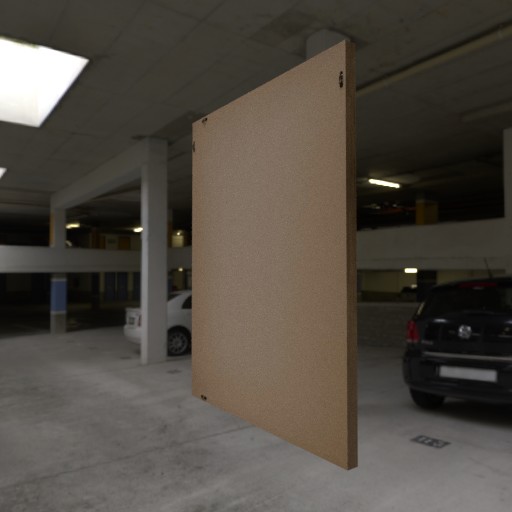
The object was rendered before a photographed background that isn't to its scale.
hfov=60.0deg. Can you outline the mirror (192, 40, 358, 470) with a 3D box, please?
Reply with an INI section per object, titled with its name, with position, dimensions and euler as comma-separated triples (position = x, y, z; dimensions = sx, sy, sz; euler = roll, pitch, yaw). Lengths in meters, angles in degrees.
[mirror]
position = 0.000, 0.000, 1.360
dimensions = 0.041, 1.016, 0.762
euler = 1, -2, -36
